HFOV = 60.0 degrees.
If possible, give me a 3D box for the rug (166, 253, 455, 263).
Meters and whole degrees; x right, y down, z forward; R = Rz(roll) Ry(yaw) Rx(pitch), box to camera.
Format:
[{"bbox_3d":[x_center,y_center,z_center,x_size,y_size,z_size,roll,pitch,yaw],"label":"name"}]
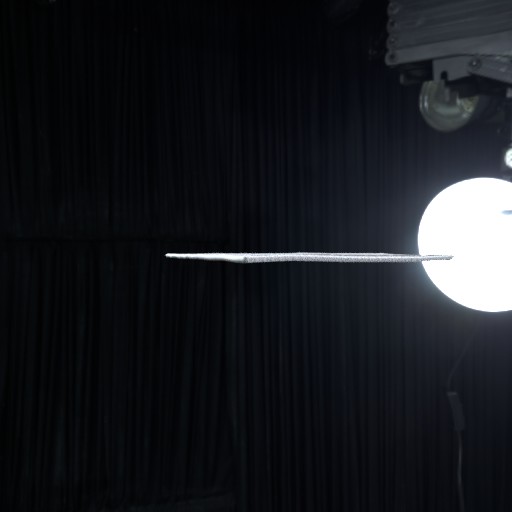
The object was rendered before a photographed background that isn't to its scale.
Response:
[{"bbox_3d":[0.000,0.000,2.685,0.832,0.035,2.381,0,0,-18],"label":"rug"}]
